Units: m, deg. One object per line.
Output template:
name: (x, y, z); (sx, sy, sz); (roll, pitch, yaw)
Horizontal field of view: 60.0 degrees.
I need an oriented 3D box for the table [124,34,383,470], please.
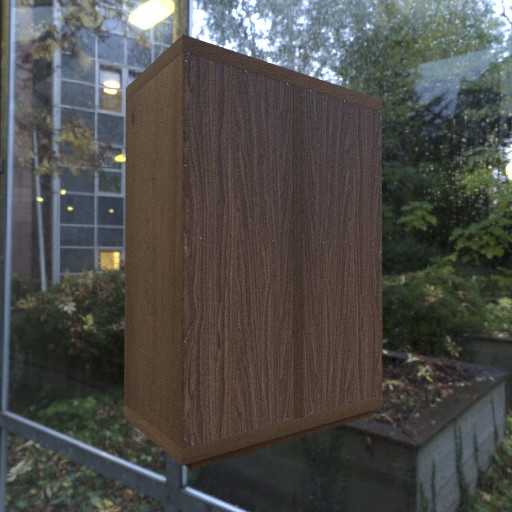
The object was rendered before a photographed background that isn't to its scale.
table: (0.000, 0.000, 1.770); (0.901, 1.294, 0.524); (1, -1, -35)
